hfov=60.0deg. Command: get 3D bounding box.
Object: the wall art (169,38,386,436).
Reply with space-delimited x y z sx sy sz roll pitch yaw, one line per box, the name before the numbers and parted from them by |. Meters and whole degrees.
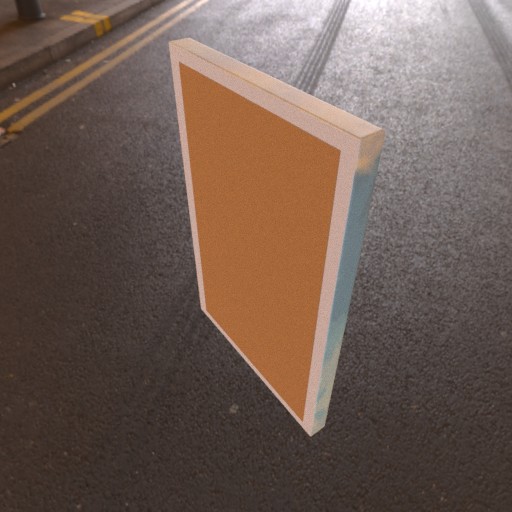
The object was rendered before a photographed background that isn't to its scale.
wall art | 0.000 0.000 0.765 0.038 0.610 0.401 -26 48 -26
